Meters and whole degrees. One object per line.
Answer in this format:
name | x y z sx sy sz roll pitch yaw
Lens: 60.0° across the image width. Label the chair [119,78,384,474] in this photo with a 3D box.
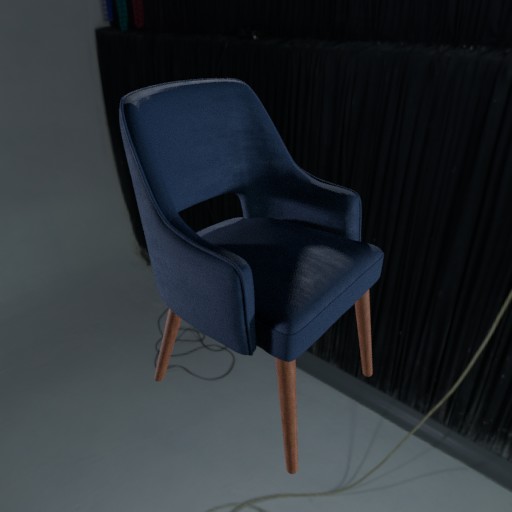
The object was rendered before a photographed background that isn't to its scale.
chair | 0.000 0.000 1.203 0.591 0.844 0.559 21 35 33
